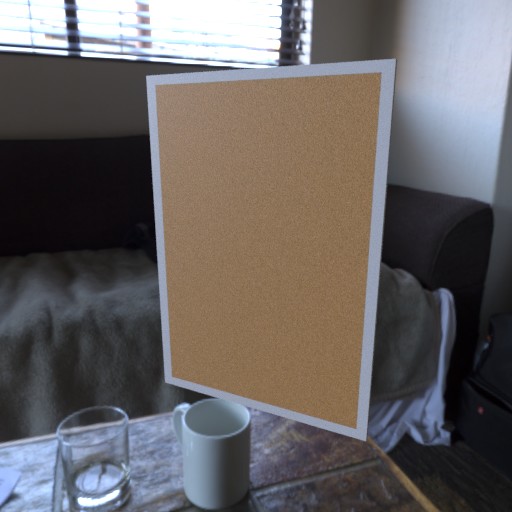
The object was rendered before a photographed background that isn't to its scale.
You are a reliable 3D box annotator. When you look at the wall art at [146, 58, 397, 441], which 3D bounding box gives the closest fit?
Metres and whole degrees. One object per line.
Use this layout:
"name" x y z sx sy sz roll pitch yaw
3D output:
"wall art" 0.000 0.000 1.197 0.659 0.940 0.013 7 17 25
